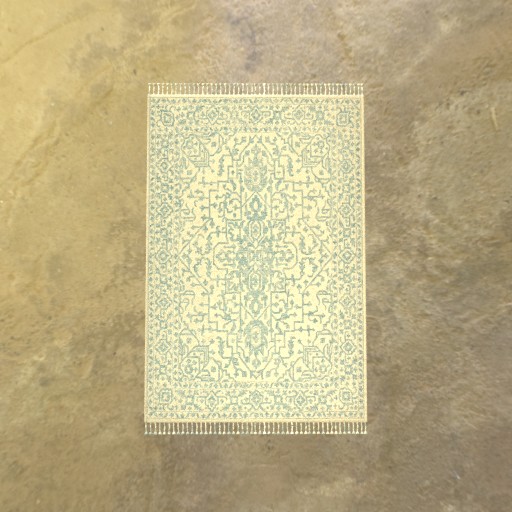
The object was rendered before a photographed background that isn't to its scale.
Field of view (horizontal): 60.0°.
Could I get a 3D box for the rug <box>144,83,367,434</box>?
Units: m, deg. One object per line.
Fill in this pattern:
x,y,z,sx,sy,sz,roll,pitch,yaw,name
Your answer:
0.000,0.000,3.080,1.524,0.010,2.438,0,88,0,rug
